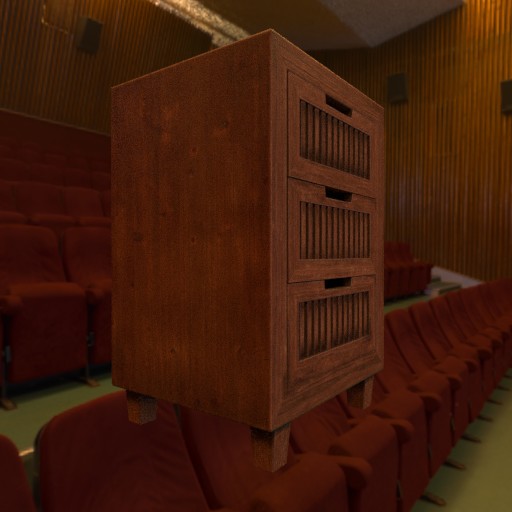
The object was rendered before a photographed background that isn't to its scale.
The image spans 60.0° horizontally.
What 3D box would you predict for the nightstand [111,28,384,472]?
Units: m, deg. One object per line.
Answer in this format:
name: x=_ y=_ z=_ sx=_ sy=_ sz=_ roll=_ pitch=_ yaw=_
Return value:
nightstand: x=0.000 y=0.000 z=0.982 sx=0.410 sy=0.695 sz=0.465 roll=0 pitch=0 yaw=37
